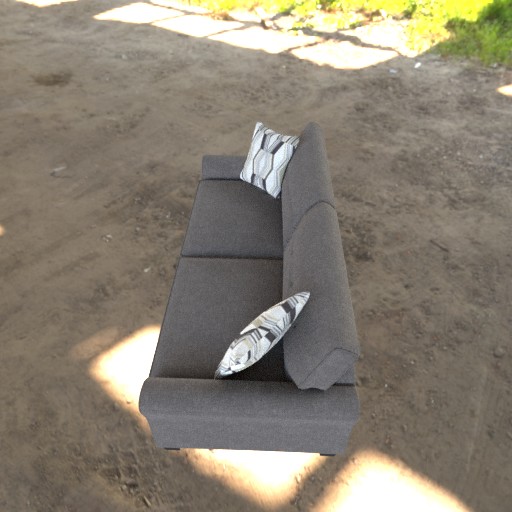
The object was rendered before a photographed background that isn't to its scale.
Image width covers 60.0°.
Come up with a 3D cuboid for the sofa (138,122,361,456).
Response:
[{"bbox_3d":[0.000,0.000,2.535,0.889,0.813,2.032,1,41,2],"label":"sofa"}]
